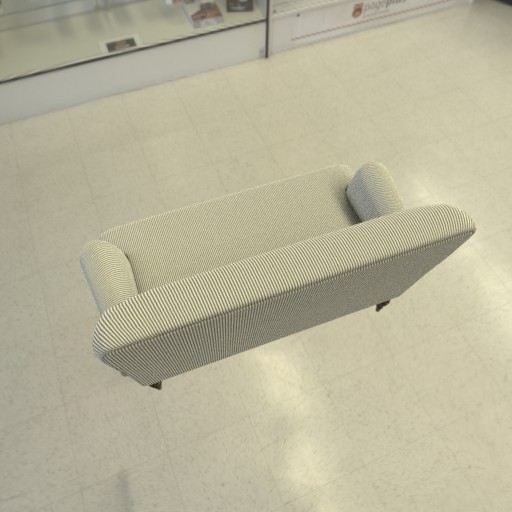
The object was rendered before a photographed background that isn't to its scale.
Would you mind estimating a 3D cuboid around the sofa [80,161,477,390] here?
[{"bbox_3d":[0.000,0.000,1.791,1.297,0.889,0.779,-17,60,-10],"label":"sofa"}]
